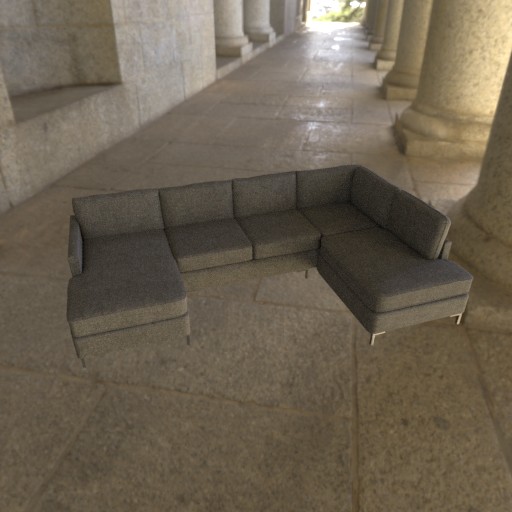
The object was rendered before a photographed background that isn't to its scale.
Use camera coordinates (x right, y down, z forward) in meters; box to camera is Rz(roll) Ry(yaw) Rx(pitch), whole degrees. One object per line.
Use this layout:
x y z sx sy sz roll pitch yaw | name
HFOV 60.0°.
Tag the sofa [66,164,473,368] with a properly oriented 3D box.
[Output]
0.000 0.000 4.294 3.423 0.999 2.048 -10 32 -16 | sofa
